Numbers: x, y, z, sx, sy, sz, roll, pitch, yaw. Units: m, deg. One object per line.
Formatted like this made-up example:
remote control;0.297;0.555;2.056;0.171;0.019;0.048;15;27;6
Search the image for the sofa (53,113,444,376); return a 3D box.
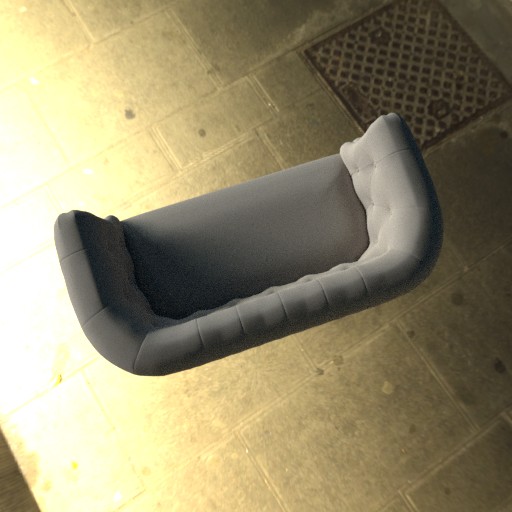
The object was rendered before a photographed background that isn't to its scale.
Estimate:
sofa;0.000;0.000;2.111;1.558;0.827;0.835;-18;76;-4
